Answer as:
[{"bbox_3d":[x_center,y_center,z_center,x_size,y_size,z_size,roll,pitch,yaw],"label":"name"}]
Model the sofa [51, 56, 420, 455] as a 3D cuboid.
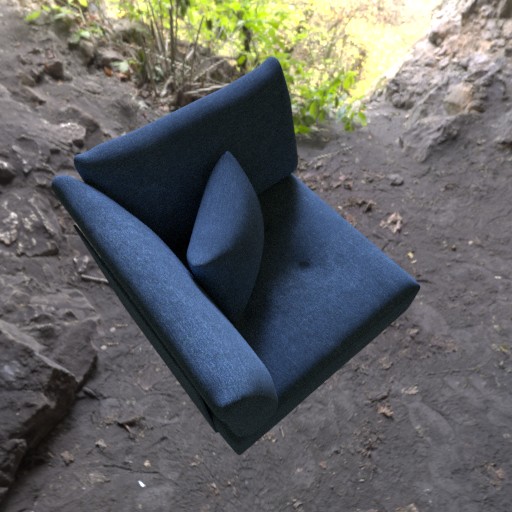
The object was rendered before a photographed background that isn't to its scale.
[{"bbox_3d":[0.000,0.000,1.717,1.000,0.820,1.000,-35,64,-20],"label":"sofa"}]
